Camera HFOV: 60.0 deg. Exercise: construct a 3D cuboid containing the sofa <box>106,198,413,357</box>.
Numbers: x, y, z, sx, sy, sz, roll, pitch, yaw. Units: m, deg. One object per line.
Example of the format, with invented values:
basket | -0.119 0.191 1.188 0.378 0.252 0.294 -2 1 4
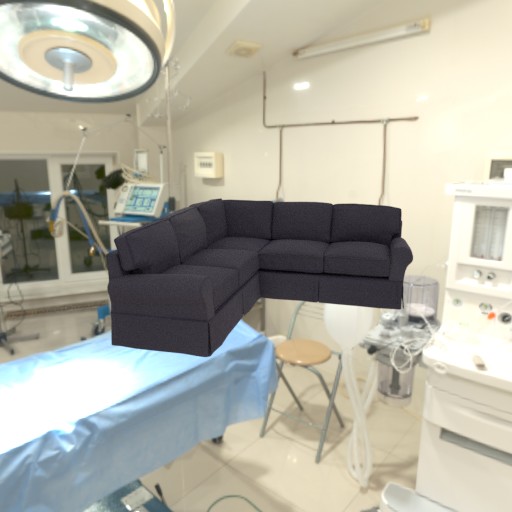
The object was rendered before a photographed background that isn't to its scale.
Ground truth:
sofa | 0.000 0.000 5.280 3.773 1.169 2.874 -12 18 -42
